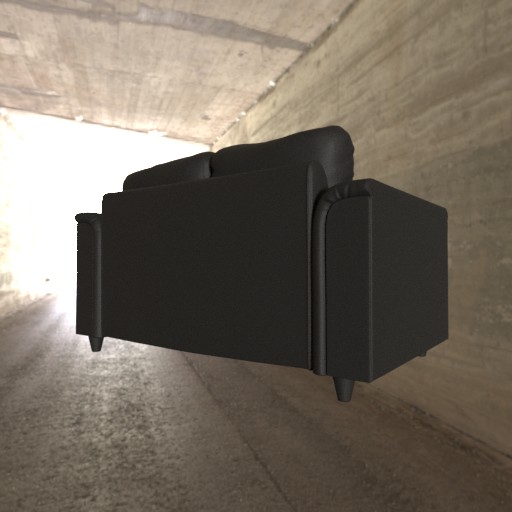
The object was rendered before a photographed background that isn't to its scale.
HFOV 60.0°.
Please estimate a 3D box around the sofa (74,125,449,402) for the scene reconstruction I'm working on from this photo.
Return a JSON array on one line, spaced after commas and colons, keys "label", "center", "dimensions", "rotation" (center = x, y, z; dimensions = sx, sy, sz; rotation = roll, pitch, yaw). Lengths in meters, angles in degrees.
[{"label": "sofa", "center": [0.000, 0.000, 1.933], "dimensions": [1.386, 0.845, 0.887], "rotation": [-1, -1, 36]}]
